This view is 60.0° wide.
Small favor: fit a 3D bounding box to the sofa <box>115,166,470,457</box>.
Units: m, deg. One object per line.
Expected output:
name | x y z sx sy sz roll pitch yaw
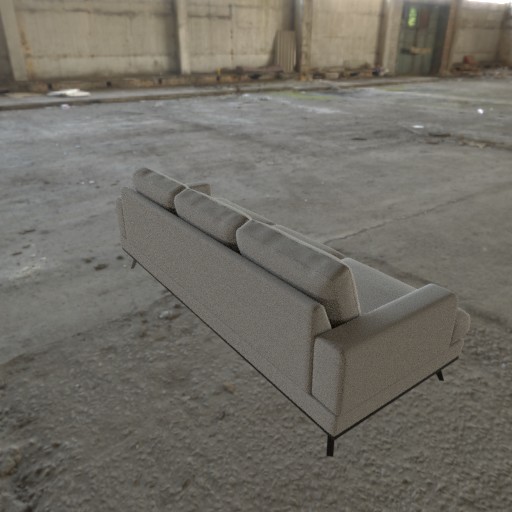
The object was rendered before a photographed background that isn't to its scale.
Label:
sofa | 0.000 0.000 2.719 0.920 0.810 2.310 -17 30 -32
